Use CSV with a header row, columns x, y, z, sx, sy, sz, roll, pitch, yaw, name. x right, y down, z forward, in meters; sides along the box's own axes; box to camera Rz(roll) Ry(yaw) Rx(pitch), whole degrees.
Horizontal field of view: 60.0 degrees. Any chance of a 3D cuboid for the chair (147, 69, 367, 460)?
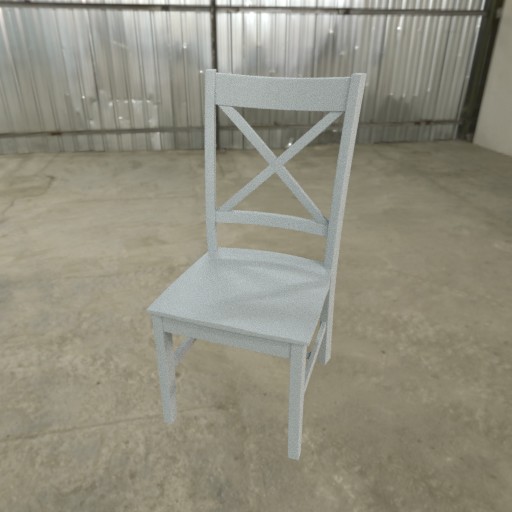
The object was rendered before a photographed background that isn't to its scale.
x,y,z,sx,sy,sz,roll,pitch,yaw,name
0.000,0.000,1.319,0.485,0.983,0.542,9,28,17,chair
